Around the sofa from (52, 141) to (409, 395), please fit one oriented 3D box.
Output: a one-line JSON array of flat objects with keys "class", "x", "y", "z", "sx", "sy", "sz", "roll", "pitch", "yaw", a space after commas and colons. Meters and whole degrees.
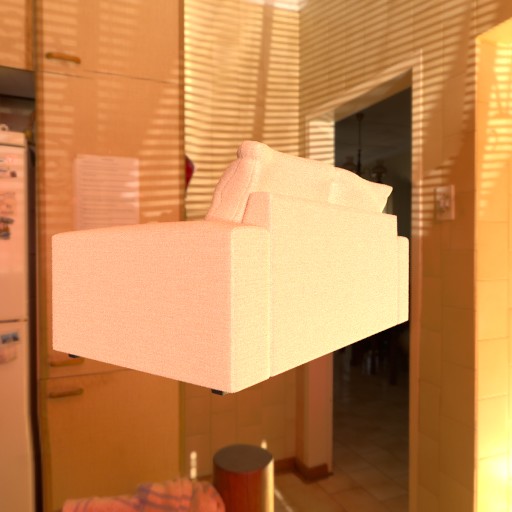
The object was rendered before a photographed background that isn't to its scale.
[{"class": "sofa", "x": 0.000, "y": 0.000, "z": 2.373, "sx": 1.091, "sy": 0.875, "sz": 1.754, "roll": 1, "pitch": 1, "yaw": 36}]
